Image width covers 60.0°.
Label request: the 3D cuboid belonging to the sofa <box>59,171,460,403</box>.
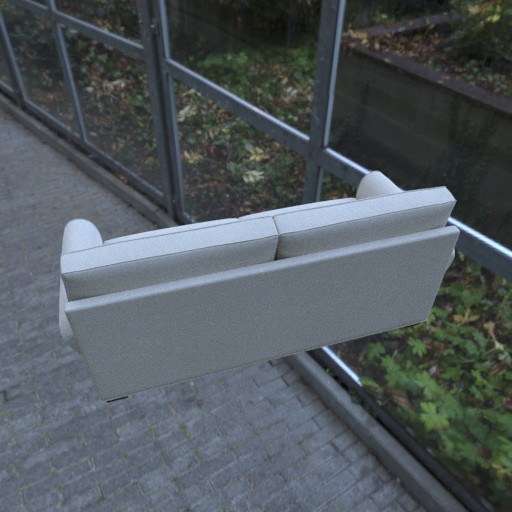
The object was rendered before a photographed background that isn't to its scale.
[{"bbox_3d":[0.000,0.000,2.630,2.146,0.962,0.901,-11,42,-13],"label":"sofa"}]
